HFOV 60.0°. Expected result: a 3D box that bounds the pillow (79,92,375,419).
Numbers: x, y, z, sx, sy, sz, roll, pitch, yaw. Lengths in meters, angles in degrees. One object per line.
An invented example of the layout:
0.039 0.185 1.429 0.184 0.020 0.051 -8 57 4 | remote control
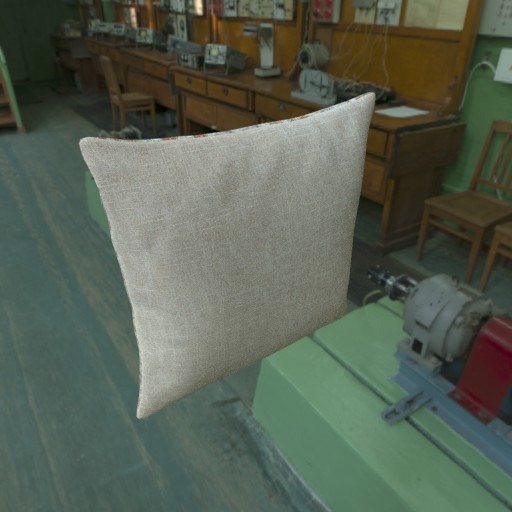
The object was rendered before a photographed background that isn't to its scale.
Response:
0.000 0.000 0.788 0.523 0.506 0.166 -20 36 -30 | pillow
